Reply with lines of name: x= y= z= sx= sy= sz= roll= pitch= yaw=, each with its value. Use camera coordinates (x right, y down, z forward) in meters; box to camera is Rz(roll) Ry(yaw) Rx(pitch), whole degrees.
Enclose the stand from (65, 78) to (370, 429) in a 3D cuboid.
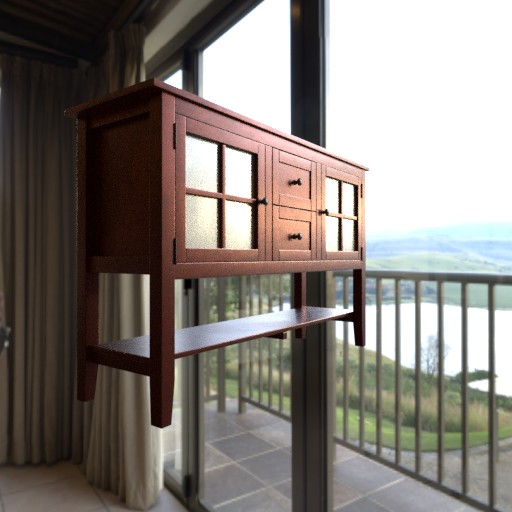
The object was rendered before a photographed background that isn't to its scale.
stand: x=0.000 y=0.000 z=1.744 sx=0.410 sy=0.872 sz=1.362 roll=0 pitch=0 yaw=37
